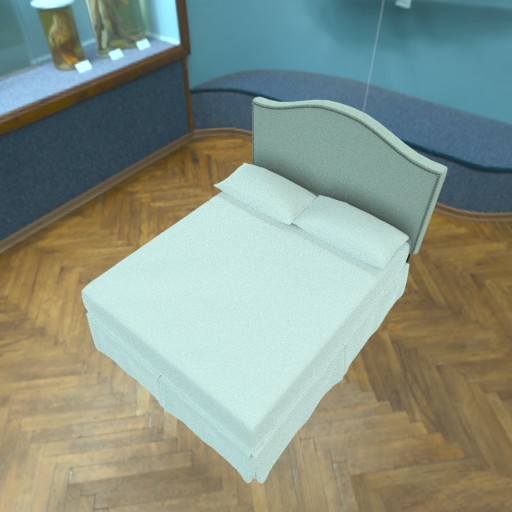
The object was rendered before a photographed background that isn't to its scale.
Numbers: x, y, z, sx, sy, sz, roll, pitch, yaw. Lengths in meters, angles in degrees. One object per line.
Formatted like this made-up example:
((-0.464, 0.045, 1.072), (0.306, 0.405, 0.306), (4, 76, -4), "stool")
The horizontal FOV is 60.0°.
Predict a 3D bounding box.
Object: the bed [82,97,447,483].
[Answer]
((0.000, 0.000, 3.346), (1.813, 1.607, 2.180), (30, 53, 27), "bed")
